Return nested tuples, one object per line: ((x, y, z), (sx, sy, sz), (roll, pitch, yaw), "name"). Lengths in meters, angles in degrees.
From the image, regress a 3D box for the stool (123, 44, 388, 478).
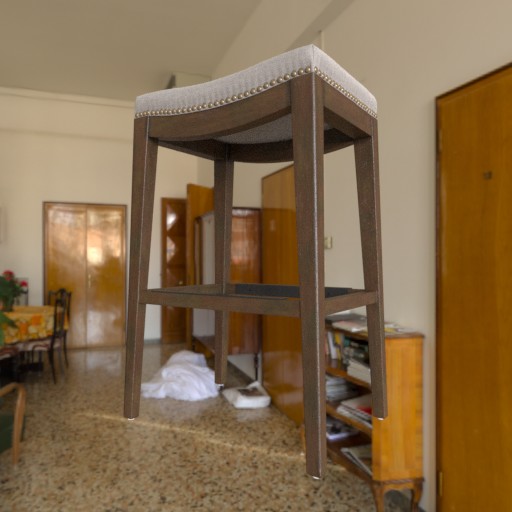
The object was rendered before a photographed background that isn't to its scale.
((0.000, 0.000, 1.037), (0.508, 0.762, 0.356), (0, 0, 34), "stool")
